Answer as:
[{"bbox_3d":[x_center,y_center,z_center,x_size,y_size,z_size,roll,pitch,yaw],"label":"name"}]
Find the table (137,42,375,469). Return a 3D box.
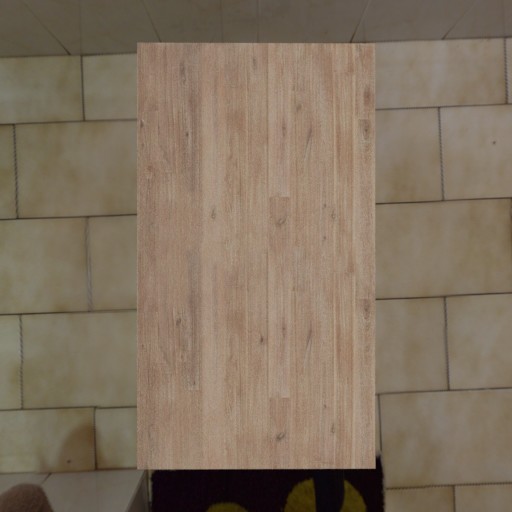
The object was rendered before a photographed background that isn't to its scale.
[{"bbox_3d":[0.000,0.000,1.949,0.918,0.531,1.619,0,90,0],"label":"table"}]
